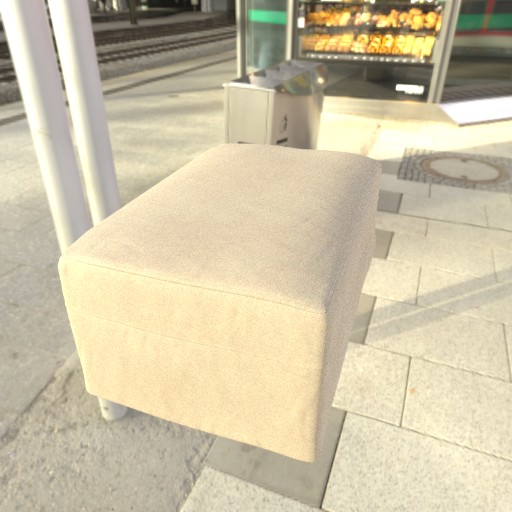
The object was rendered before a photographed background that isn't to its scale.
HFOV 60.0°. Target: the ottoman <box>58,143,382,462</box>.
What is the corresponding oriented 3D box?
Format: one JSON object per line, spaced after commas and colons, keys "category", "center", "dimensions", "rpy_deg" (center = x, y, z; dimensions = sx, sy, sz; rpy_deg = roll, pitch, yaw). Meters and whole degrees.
{"category": "ottoman", "center": [0.000, 0.000, 1.217], "dimensions": [0.590, 0.444, 0.872], "rpy_deg": [10, 32, 17]}
